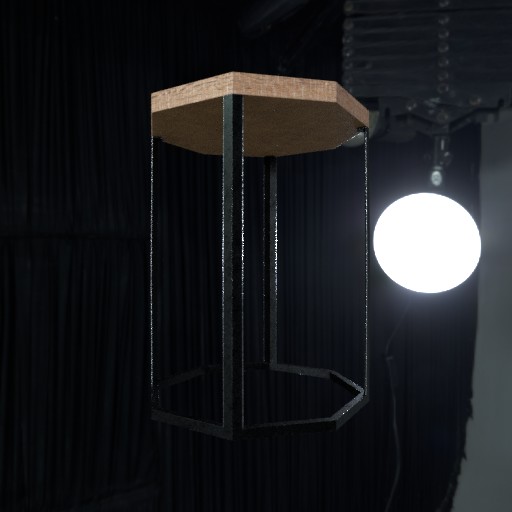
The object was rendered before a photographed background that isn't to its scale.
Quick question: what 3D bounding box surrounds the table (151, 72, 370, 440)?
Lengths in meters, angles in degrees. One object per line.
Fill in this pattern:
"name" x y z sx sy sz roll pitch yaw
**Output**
"table" 0.000 0.000 0.880 0.437 0.553 0.437 0 0 -36
